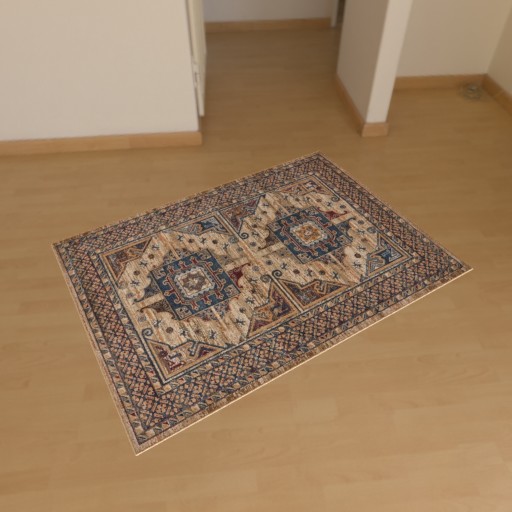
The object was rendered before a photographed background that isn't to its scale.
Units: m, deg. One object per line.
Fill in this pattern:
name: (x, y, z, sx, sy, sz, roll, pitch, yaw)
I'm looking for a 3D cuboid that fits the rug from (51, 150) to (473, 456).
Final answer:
rug: (0.000, 0.000, 2.875, 2.227, 0.008, 1.611, -23, 50, -21)
